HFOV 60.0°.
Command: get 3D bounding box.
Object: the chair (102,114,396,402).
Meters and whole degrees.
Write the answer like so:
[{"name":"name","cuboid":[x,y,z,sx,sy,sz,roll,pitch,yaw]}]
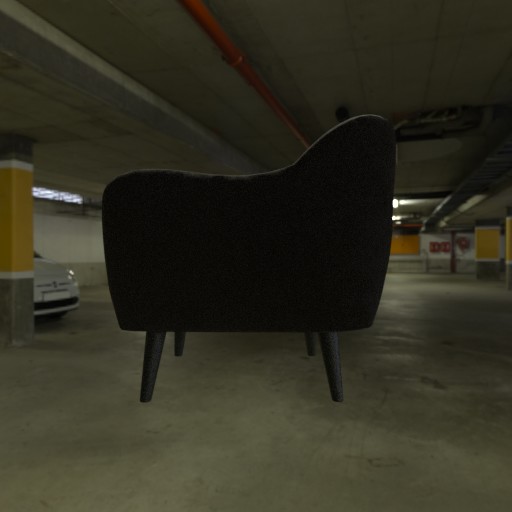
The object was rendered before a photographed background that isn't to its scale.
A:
[{"name":"chair","cuboid":[0.000,0.000,1.513,0.819,0.807,0.840,0,0,0]}]
